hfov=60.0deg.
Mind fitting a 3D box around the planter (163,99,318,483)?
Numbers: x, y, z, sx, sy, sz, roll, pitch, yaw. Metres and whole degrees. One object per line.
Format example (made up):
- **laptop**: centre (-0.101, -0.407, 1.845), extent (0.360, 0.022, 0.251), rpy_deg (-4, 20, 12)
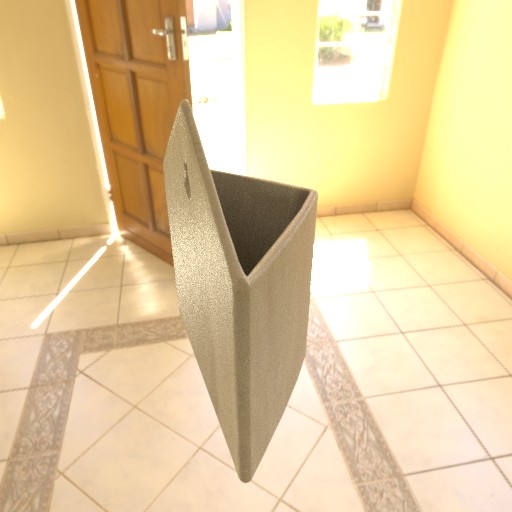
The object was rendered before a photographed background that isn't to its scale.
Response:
- **planter**: centre (0.000, 0.000, 0.275), extent (0.080, 0.194, 0.163), rpy_deg (-11, 34, -17)
